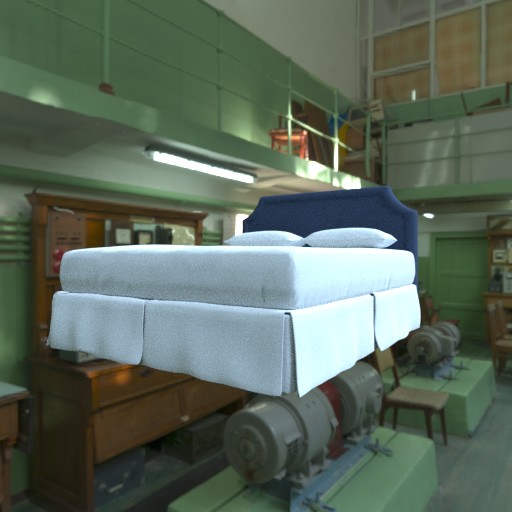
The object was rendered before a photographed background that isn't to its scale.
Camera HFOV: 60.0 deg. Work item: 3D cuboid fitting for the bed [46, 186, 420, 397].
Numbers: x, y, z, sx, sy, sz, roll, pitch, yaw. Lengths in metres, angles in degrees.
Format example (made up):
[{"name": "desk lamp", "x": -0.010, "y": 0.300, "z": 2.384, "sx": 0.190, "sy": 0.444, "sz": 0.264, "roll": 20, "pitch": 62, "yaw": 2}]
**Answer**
[{"name": "bed", "x": 0.000, "y": 0.000, "z": 4.063, "sx": 2.350, "sy": 1.488, "sz": 2.773, "roll": 0, "pitch": 0, "yaw": 34}]
